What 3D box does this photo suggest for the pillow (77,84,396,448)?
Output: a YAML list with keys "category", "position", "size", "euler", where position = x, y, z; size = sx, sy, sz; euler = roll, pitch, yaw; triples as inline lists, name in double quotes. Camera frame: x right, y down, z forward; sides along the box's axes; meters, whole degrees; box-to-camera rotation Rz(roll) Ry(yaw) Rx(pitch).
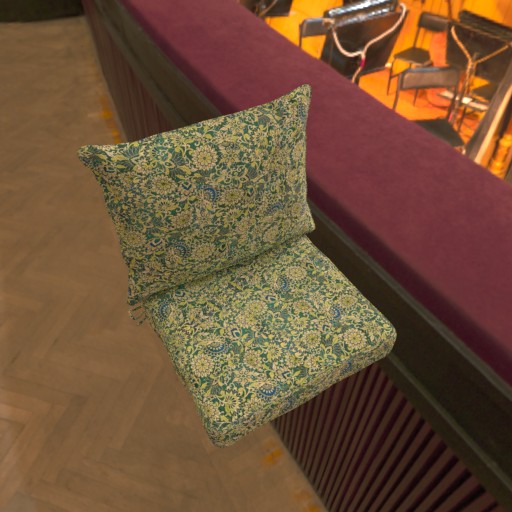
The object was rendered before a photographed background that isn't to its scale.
- category: "pillow"
  position: [0.000, 0.000, 1.398]
  size: [0.798, 0.722, 0.740]
  euler: [-23, 50, -21]
